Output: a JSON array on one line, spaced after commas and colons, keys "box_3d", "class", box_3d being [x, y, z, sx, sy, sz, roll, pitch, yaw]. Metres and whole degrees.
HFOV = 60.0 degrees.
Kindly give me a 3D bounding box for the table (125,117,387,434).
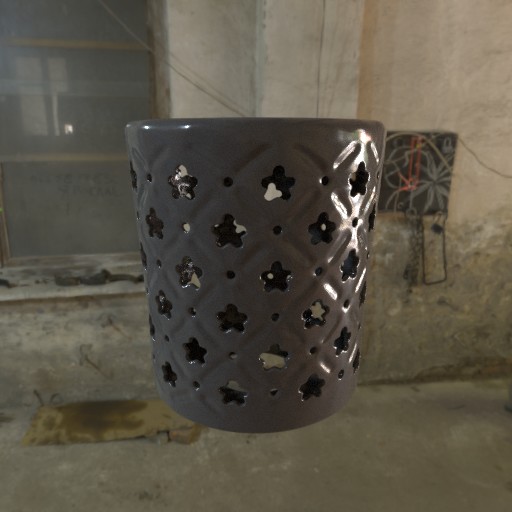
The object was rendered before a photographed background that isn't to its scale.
[{"box_3d": [0.000, 0.000, 0.661, 0.352, 0.387, 0.352, 0, 15, 0], "class": "table"}]
